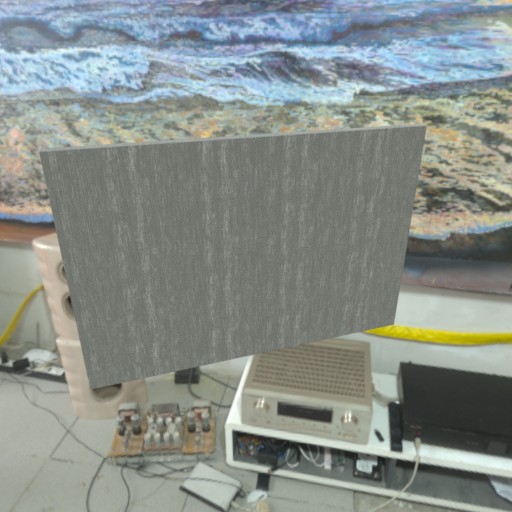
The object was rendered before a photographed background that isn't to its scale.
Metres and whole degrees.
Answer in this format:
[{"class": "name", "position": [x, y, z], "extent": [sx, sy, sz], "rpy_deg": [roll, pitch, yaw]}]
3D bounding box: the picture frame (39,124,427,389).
[{"class": "picture frame", "position": [0.000, 0.000, 1.200], "extent": [0.950, 0.640, 0.029], "rpy_deg": [-8, 27, -17]}]
